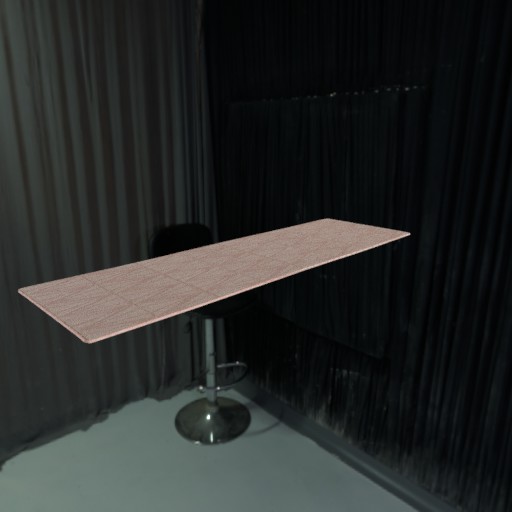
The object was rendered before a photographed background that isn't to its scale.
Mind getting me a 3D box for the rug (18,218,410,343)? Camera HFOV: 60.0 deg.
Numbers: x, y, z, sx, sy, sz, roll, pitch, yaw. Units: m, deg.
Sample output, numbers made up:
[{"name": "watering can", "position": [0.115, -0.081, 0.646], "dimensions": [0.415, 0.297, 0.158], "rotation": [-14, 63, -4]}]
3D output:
[{"name": "rug", "position": [0.000, 0.000, 2.658], "dimensions": [2.435, 0.015, 0.760], "rotation": [-15, 22, -42]}]
